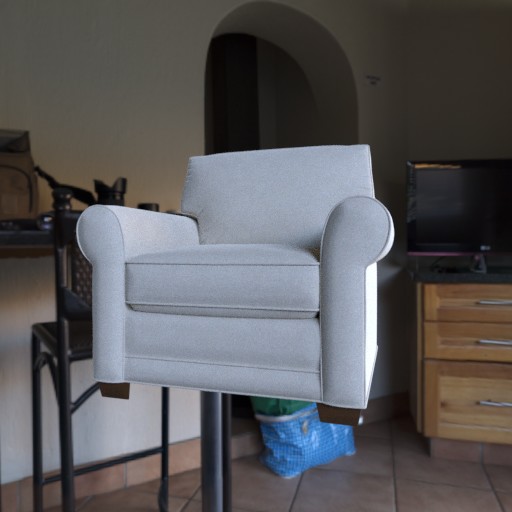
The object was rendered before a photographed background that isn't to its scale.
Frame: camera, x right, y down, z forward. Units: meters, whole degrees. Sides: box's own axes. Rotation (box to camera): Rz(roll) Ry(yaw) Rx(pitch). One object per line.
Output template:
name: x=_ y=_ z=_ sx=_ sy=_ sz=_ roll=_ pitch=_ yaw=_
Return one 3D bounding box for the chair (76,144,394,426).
chair: x=0.000 y=0.000 z=1.752 sx=1.040 sy=0.955 sz=0.863 roll=0 pitch=1 yaw=18
